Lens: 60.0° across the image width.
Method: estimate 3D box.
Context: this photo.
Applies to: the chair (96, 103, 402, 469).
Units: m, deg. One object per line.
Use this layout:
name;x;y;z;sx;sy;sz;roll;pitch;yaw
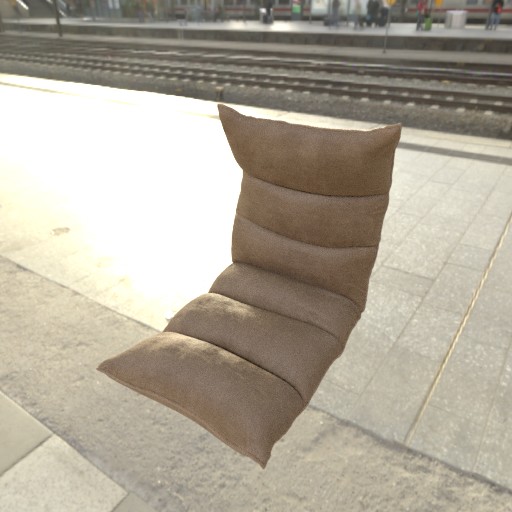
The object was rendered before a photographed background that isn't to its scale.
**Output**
chair;0.000;0.000;1.587;0.714;0.892;0.985;17;34;28
